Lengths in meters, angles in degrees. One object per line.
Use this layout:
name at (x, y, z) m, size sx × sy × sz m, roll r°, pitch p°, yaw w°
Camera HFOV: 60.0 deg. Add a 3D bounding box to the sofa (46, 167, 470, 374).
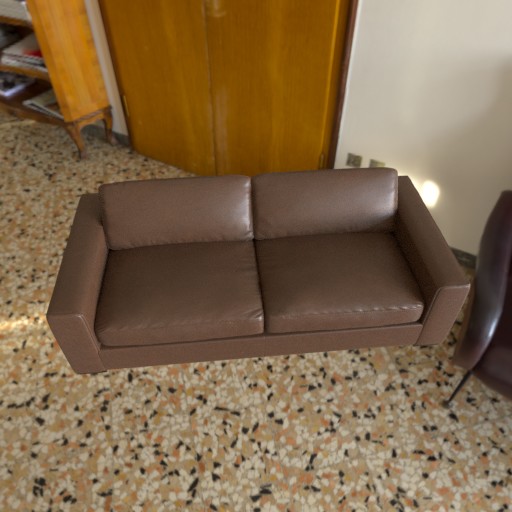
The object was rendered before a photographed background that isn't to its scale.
sofa at (0.000, 0.000, 2.787) m, size 2.262 × 0.801 × 1.070 m, roll -4°, pitch 45°, yaw -4°
